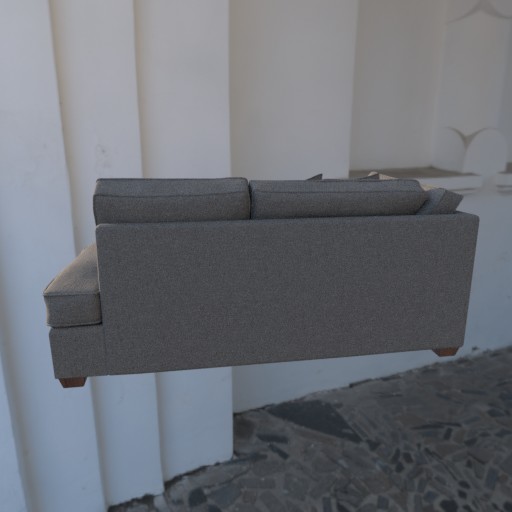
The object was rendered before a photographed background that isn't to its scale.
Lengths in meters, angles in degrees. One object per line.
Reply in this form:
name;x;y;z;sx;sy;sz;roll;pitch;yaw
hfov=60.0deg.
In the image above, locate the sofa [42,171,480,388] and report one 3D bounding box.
sofa;0.000;0.000;2.752;2.237;1.033;1.110;-2;15;-9
